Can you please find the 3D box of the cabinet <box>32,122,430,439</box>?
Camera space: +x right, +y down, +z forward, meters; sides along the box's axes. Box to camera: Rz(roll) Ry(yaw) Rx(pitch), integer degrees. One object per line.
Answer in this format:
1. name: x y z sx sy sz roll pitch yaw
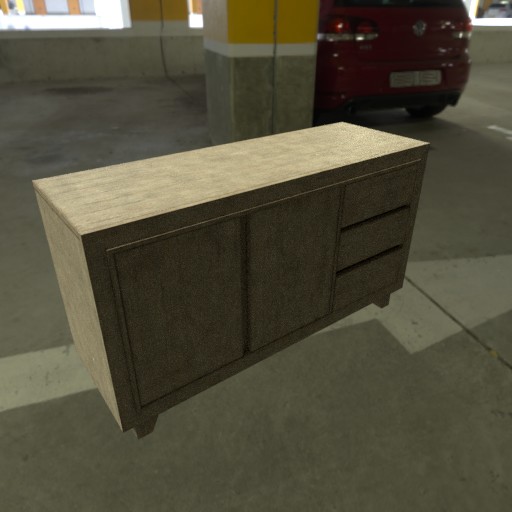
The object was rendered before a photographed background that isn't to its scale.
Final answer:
1. cabinet: 0.000 0.000 1.862 1.460 0.825 0.511 -20 35 -31
